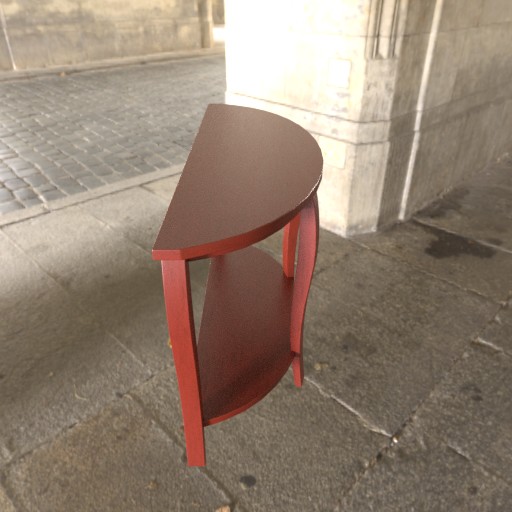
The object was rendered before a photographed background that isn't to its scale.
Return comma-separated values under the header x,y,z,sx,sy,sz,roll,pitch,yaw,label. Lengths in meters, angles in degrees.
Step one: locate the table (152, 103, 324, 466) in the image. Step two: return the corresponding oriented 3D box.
x,y,z,sx,sy,sz,roll,pitch,yaw,label
0.000,0.000,1.579,0.405,0.779,1.219,0,32,0,table
